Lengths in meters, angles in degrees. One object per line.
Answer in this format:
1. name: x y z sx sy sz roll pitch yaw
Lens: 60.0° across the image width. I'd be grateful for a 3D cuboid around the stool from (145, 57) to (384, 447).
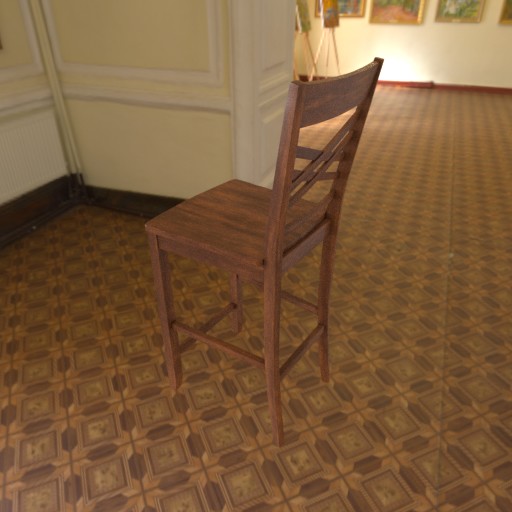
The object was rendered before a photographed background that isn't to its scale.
1. stool: 0.000 0.000 1.342 0.504 1.098 0.426 20 36 29
